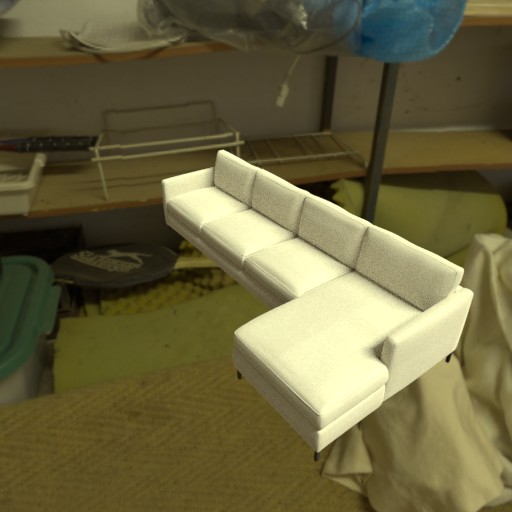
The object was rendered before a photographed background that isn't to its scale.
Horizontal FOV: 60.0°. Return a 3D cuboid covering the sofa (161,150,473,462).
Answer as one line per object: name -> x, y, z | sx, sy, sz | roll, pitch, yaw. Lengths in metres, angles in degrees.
sofa -> 0.000, 0.000, 2.969 | 1.126, 0.677, 2.445 | -21, 38, -30
